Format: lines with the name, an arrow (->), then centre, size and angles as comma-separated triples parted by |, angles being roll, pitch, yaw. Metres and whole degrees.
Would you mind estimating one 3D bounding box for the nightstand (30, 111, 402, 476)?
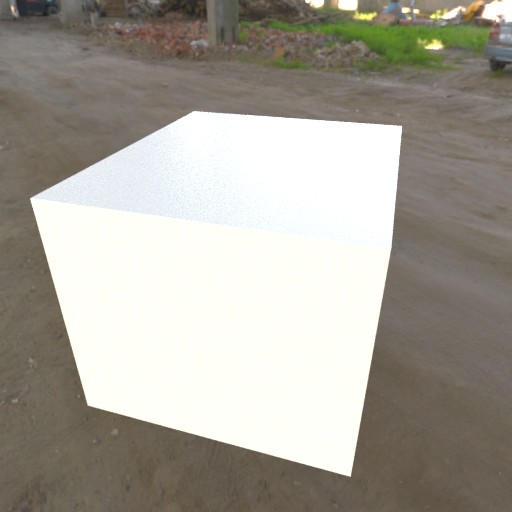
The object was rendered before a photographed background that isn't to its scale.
nightstand -> 0.000, 0.000, 0.749 | 0.408, 0.351, 0.470 | 9, 32, 15
